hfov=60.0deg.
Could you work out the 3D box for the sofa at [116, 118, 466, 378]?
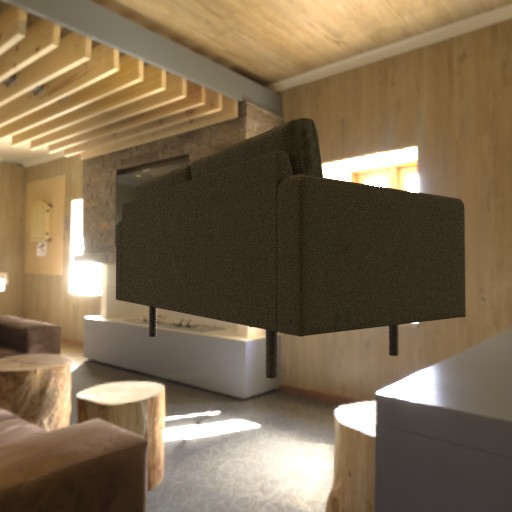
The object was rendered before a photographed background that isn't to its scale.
[{"bbox_3d":[0.000,0.000,2.246,0.889,0.897,1.730,1,-1,-35],"label":"sofa"}]
